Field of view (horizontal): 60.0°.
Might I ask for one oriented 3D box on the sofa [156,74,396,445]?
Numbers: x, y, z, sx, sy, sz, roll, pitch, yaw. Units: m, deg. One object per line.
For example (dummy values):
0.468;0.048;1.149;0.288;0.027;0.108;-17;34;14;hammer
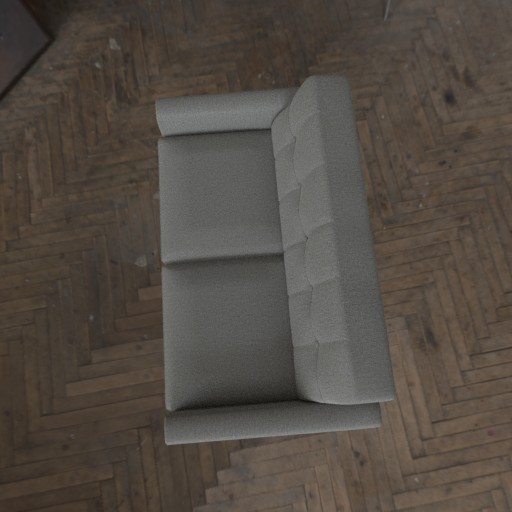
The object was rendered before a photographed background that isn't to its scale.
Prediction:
0.000;0.000;2.208;0.952;0.925;1.651;-4;76;-1;sofa
